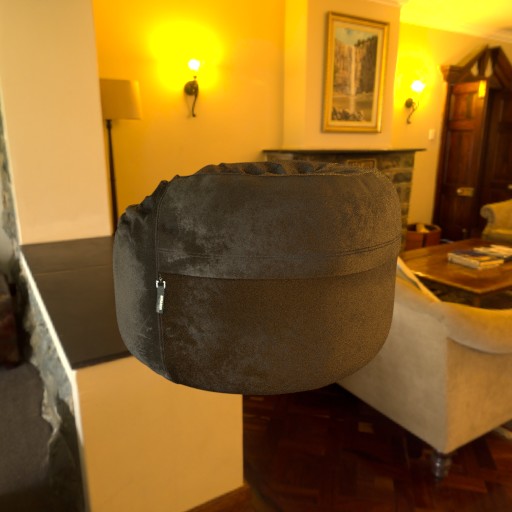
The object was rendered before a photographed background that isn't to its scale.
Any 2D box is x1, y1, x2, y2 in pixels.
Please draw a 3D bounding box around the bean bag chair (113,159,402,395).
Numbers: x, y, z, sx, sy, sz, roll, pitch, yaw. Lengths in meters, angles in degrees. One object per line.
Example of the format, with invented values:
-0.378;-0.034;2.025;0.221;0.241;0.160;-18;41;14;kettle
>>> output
0.000;0.000;1.478;0.918;0.605;0.918;0;14;0;bean bag chair
